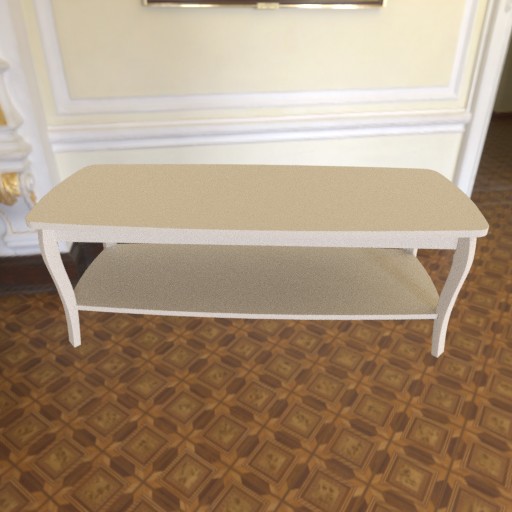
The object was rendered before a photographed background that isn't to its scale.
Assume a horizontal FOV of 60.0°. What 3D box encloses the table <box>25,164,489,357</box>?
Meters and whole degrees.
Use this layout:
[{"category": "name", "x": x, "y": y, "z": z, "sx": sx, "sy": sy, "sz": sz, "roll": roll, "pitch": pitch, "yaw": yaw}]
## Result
[{"category": "table", "x": 0.000, "y": 0.000, "z": 1.541, "sx": 1.334, "sy": 0.474, "sz": 0.561, "roll": 1, "pitch": 30, "yaw": 2}]
